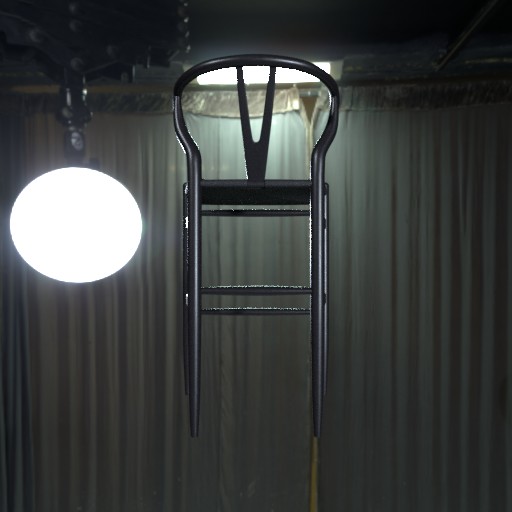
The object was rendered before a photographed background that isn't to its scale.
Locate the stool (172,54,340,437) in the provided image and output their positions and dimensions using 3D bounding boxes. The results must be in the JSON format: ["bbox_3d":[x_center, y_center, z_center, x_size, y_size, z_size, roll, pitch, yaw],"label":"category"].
[{"bbox_3d":[0.000,0.000,1.454,0.569,1.072,0.579,0,0,0],"label":"stool"}]
